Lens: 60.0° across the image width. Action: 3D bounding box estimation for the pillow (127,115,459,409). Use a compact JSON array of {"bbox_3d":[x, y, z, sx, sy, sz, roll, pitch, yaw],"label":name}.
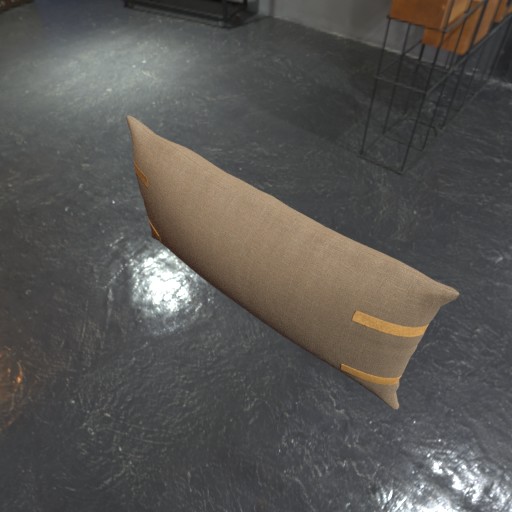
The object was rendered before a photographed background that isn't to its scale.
[{"bbox_3d":[0.000,0.000,0.746,0.612,0.308,0.148,33,56,26],"label":"pillow"}]
